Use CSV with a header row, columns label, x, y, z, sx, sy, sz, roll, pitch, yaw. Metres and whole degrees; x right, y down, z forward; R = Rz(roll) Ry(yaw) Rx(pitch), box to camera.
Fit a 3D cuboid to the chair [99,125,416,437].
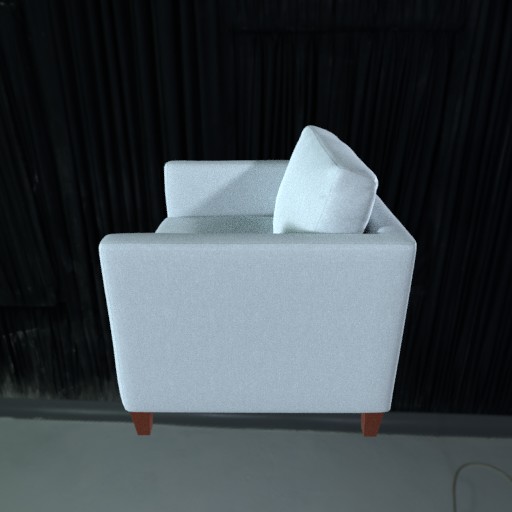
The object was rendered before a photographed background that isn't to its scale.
label,x,y,z,sx,sy,sz,roll,pitch,yaw
chair,0.000,0.000,1.853,0.953,0.961,1.107,0,25,0
